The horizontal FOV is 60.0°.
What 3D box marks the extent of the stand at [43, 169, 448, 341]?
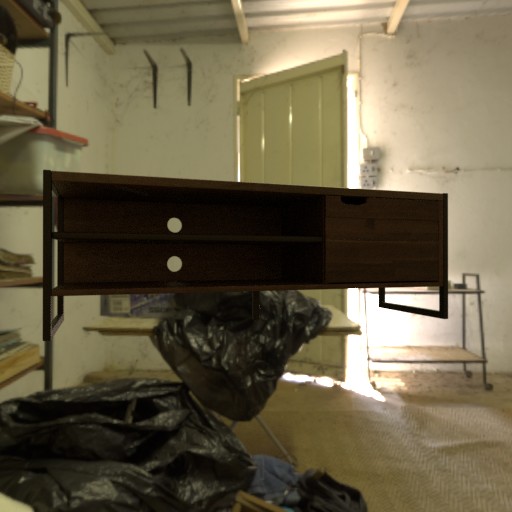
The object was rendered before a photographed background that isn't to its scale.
[{"bbox_3d":[0.000,0.000,1.757,1.480,0.506,0.454,0,0,-19],"label":"stand"}]
